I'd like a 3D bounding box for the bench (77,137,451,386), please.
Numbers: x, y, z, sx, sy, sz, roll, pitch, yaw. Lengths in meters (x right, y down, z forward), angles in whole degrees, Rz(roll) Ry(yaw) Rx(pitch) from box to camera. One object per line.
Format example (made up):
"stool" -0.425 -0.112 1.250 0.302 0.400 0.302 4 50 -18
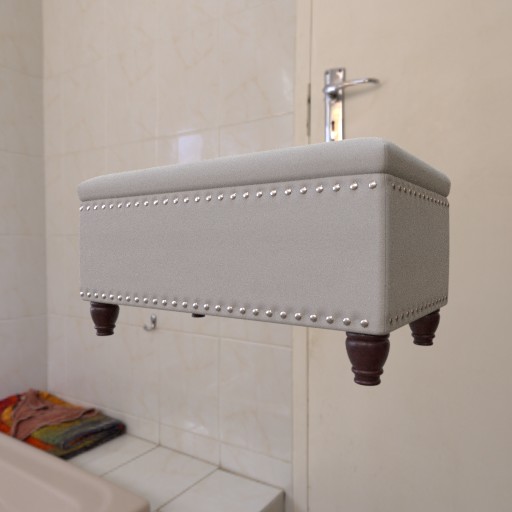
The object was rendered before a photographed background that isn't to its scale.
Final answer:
"bench" 0.000 0.000 1.195 0.887 0.449 0.500 1 2 35
